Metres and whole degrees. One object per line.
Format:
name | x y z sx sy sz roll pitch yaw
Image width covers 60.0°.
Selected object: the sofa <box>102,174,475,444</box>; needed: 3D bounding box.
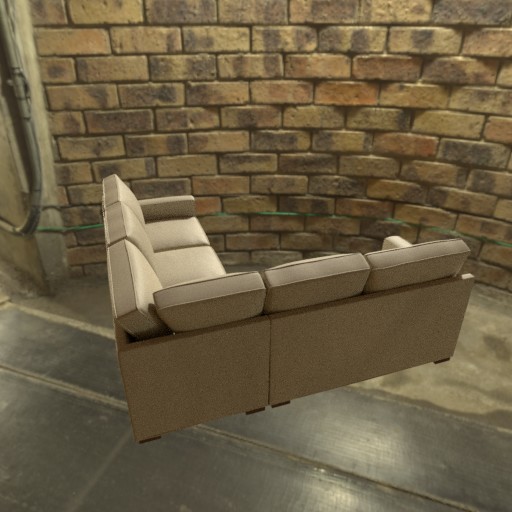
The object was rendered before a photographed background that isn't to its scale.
sofa | 0.000 0.000 3.476 2.182 0.939 2.189 -9 31 -16
